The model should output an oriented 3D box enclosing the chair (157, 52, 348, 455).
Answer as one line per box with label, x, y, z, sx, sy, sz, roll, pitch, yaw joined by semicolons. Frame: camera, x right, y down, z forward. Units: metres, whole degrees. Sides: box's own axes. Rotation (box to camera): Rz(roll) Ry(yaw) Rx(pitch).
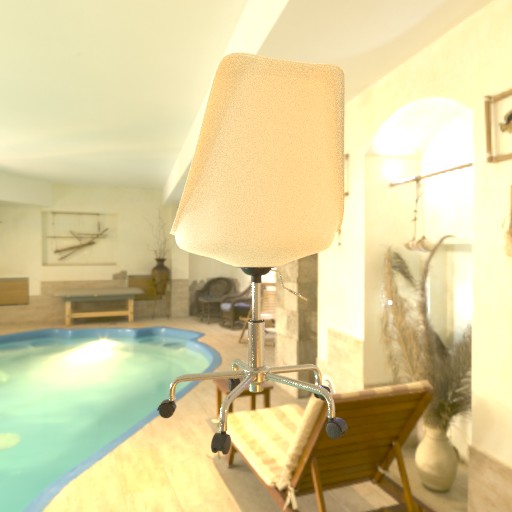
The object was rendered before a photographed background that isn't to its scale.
chair;0.000;0.000;1.282;0.550;0.930;0.550;0;0;-17
